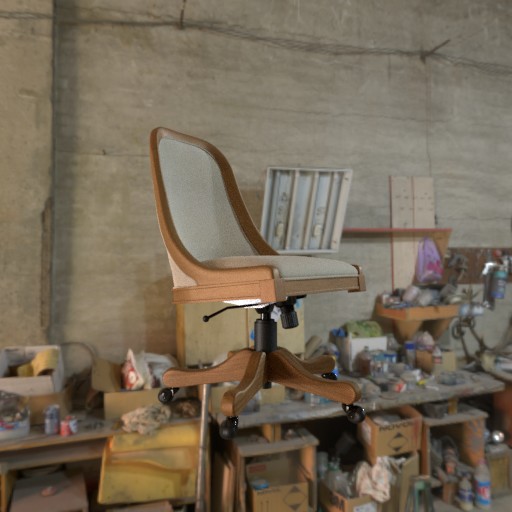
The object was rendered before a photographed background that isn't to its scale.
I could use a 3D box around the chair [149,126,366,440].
[{"bbox_3d":[0.000,0.000,1.568,0.811,1.009,0.702,-1,-1,37],"label":"chair"}]
